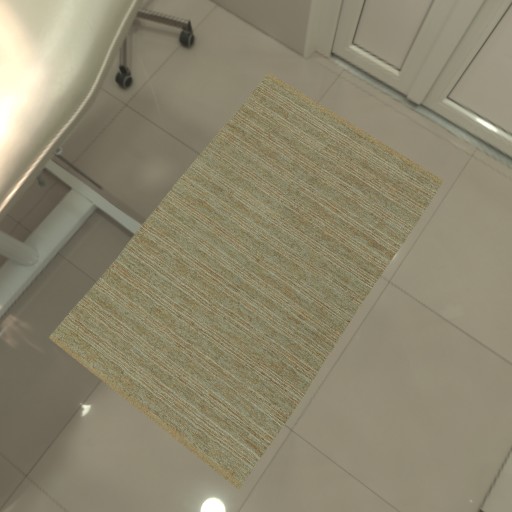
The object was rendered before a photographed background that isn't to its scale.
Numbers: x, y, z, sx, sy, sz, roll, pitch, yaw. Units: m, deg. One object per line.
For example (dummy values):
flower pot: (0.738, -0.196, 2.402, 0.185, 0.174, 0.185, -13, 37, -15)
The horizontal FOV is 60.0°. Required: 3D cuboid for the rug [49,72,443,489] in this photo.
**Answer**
rug: (0.000, 0.000, 2.998, 1.540, 0.012, 2.448, 35, 78, 9)
